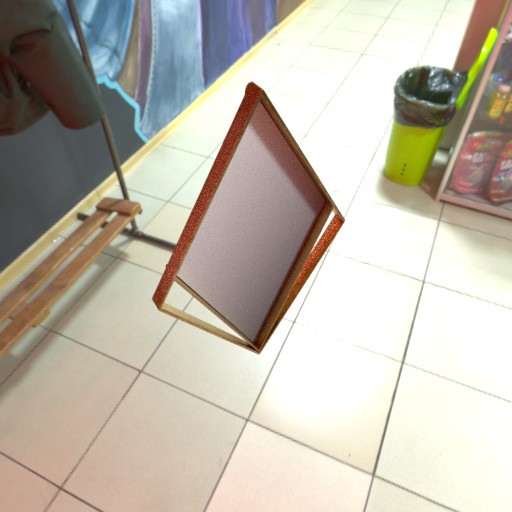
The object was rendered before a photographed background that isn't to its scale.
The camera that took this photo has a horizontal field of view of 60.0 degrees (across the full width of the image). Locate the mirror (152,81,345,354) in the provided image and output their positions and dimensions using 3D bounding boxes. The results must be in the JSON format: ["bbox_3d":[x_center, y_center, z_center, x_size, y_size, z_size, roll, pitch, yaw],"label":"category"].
[{"bbox_3d":[0.000,0.000,0.848,0.419,0.679,0.032,-25,52,-22],"label":"mirror"}]
